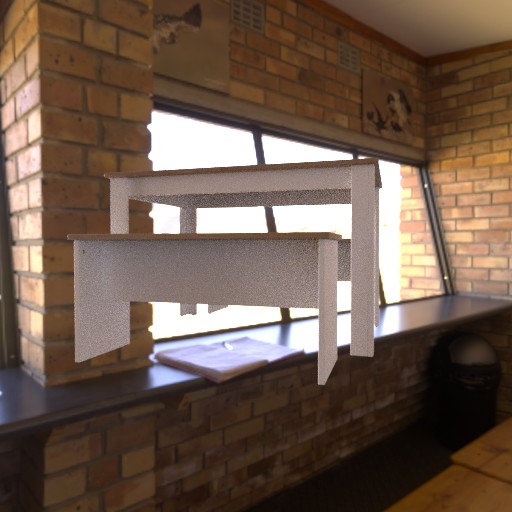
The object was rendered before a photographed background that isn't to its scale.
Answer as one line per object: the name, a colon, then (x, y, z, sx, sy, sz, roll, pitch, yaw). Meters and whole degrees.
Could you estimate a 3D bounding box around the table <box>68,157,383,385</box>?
table: (0.000, 0.000, 2.035, 1.100, 0.700, 1.443, 0, 1, 17)
